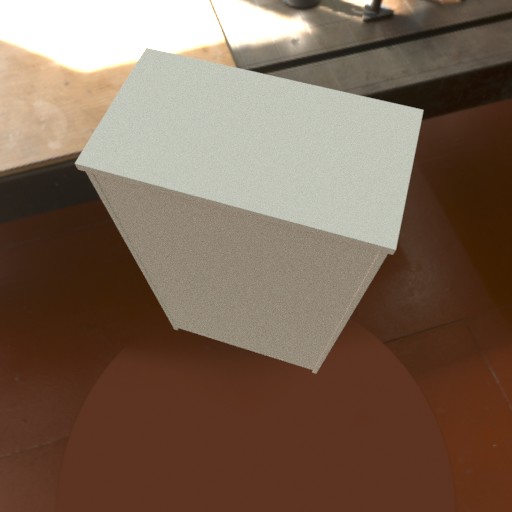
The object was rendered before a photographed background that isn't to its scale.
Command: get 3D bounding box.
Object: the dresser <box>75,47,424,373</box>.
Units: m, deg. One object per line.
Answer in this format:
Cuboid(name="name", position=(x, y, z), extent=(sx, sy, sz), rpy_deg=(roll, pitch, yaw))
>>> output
Cuboid(name="dresser", position=(0.000, 0.000, 1.566), extent=(0.704, 1.255, 0.399), rpy_deg=(16, 65, 8))
